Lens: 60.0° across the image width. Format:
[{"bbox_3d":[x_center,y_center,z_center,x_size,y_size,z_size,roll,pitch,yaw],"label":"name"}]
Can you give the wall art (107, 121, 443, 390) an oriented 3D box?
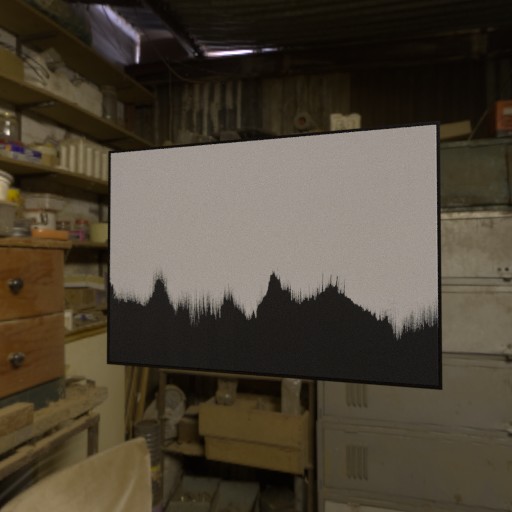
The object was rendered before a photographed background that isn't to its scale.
[{"bbox_3d":[0.000,0.000,1.239,0.957,0.660,0.019,0,-1,17],"label":"wall art"}]
